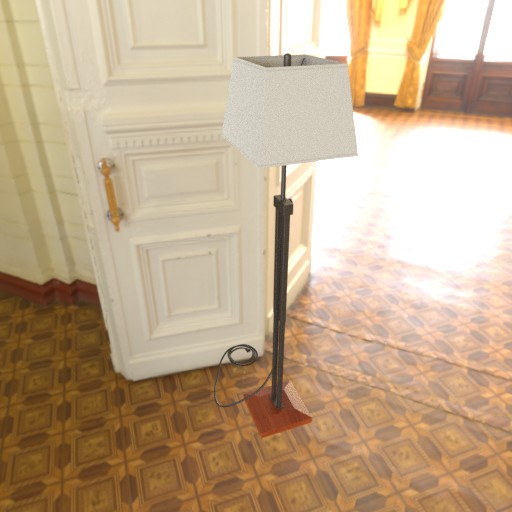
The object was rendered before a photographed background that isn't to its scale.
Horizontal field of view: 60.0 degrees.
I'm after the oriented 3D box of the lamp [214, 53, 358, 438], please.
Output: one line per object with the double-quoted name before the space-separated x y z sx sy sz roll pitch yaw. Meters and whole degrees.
"lamp" 0.000 0.000 2.019 0.472 1.712 0.745 -10 32 -17
